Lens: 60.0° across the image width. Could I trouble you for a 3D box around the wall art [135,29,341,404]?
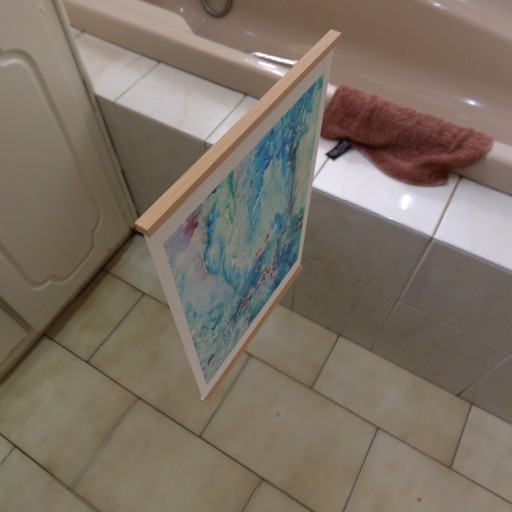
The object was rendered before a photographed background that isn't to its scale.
[{"bbox_3d":[0.000,0.000,0.643,0.013,0.510,0.335,29,61,18],"label":"wall art"}]
